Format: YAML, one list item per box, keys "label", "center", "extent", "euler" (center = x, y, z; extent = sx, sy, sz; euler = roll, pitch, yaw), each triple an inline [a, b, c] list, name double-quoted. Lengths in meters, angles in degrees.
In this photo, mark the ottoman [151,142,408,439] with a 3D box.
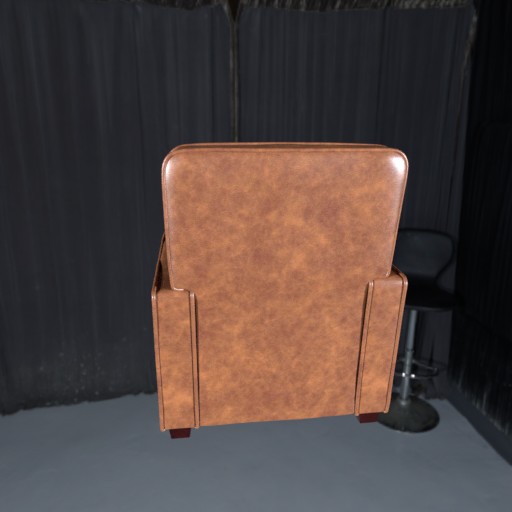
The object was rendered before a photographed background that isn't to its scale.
- label: "ottoman"
  center: [0.000, 0.000, 1.828]
  extent: [0.732, 0.904, 1.314]
  euler: [-2, 14, -7]
